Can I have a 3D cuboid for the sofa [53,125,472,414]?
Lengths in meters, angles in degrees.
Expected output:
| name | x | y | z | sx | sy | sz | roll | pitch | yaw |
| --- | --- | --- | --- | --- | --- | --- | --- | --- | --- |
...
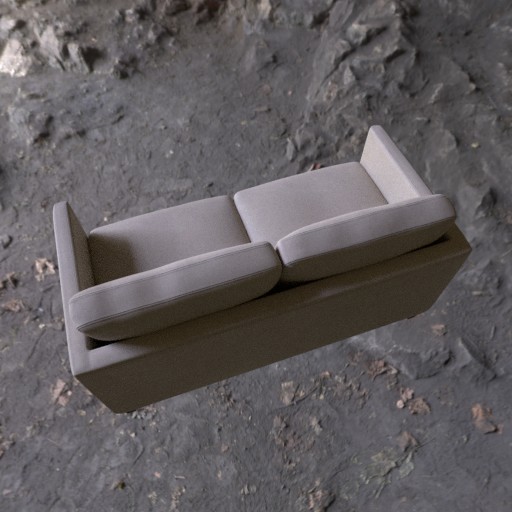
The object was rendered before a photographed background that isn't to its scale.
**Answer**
| name | x | y | z | sx | sy | sz | roll | pitch | yaw |
| --- | --- | --- | --- | --- | --- | --- | --- | --- | --- |
| sofa | 0.000 | 0.000 | 2.333 | 1.846 | 0.940 | 0.950 | -16 | 58 | -10 |
